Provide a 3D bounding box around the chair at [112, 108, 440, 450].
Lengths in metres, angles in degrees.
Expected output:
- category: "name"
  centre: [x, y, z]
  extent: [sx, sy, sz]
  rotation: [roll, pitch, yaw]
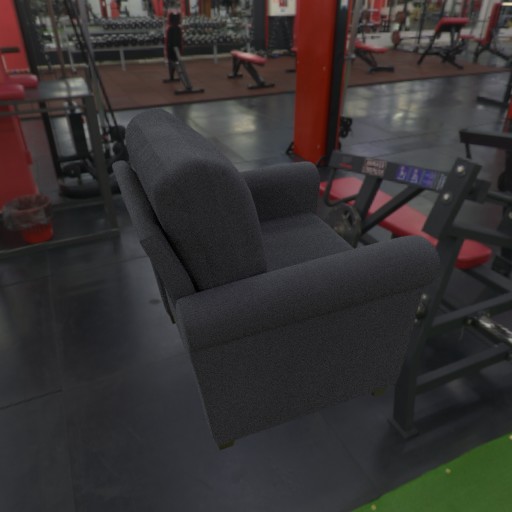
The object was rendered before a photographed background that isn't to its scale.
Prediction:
- category: "chair"
  centre: [0.000, 0.000, 1.565]
  extent: [0.828, 0.942, 0.867]
  rotation: [-12, 33, -19]
